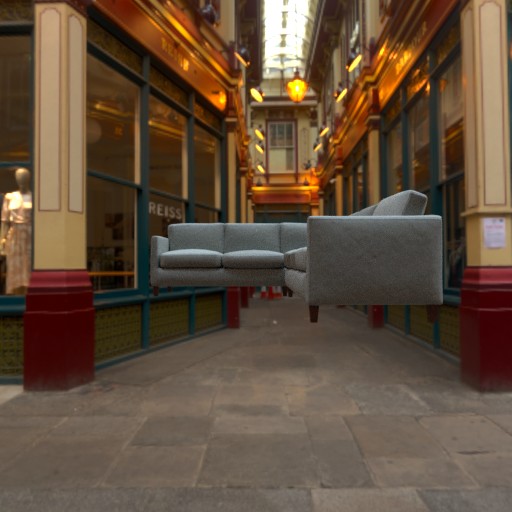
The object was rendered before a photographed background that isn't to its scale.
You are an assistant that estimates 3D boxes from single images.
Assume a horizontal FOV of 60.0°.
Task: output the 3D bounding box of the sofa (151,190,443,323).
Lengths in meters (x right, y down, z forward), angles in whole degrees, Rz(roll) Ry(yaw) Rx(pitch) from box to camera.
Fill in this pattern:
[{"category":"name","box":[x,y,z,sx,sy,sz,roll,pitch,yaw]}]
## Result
[{"category":"sofa","box":[0.000,0.000,4.584,2.592,0.947,3.301,0,-1,0]}]
